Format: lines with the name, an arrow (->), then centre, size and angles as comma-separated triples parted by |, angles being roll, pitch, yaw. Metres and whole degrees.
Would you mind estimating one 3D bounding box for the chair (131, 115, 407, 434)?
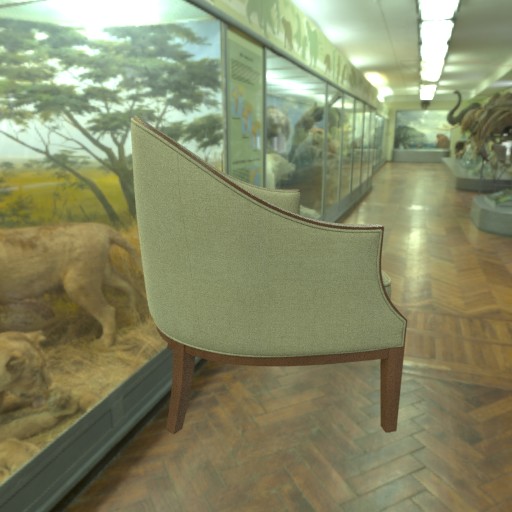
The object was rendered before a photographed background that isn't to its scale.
chair -> 0.000, 0.000, 1.455 | 0.735, 0.876, 0.803 | -3, 16, -10
